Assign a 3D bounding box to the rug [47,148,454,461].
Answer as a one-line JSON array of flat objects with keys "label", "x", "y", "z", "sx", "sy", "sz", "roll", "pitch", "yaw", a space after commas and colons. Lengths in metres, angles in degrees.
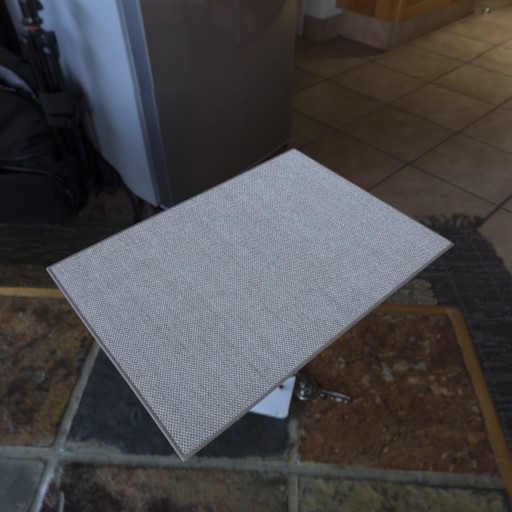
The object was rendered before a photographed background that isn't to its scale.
[{"label": "rug", "x": 0.000, "y": 0.000, "z": 2.805, "sx": 2.115, "sy": 0.013, "sz": 1.517, "roll": -31, "pitch": 53, "yaw": -27}]
